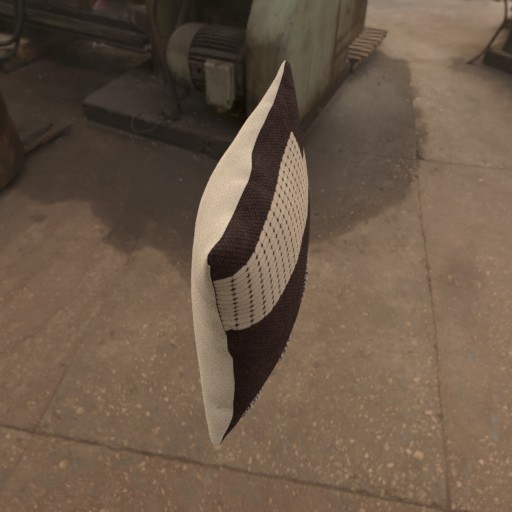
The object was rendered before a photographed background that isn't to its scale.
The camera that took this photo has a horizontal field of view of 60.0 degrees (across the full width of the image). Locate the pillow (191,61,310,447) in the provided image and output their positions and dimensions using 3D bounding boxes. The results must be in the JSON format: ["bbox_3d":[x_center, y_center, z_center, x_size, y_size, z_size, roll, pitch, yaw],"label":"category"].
[{"bbox_3d":[0.000,0.000,0.738,0.178,0.473,0.475,9,47,9],"label":"pillow"}]
